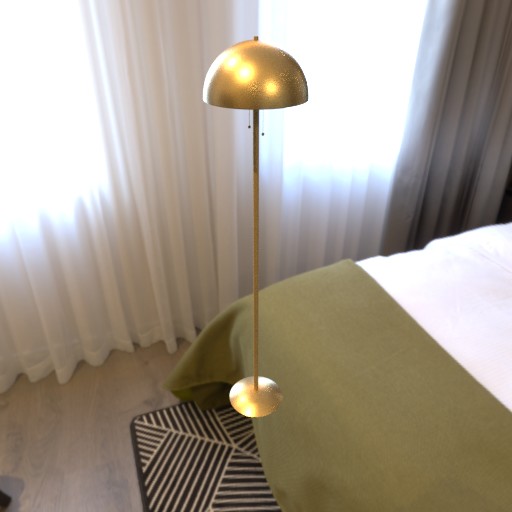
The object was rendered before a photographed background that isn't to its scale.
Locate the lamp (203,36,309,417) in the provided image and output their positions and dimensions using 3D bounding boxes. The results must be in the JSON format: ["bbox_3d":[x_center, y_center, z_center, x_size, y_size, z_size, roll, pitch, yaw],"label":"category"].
[{"bbox_3d":[0.000,0.000,1.662,0.328,1.480,0.328,21,36,32],"label":"lamp"}]
